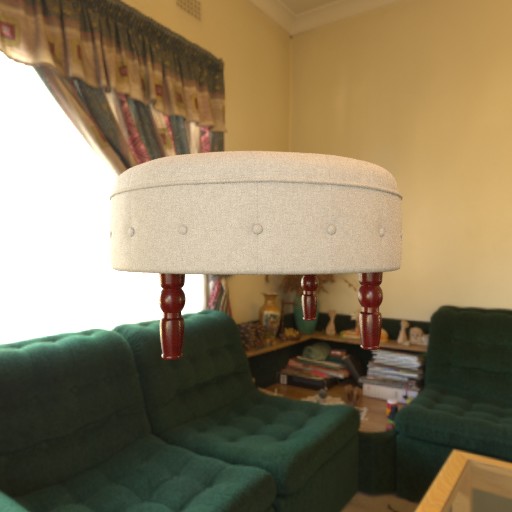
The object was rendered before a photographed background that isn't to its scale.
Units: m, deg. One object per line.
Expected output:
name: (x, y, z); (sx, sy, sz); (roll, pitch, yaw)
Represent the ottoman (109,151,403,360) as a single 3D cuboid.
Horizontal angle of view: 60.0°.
ottoman: (0.000, 0.000, 1.352); (0.849, 0.478, 0.849); (0, 0, 0)
